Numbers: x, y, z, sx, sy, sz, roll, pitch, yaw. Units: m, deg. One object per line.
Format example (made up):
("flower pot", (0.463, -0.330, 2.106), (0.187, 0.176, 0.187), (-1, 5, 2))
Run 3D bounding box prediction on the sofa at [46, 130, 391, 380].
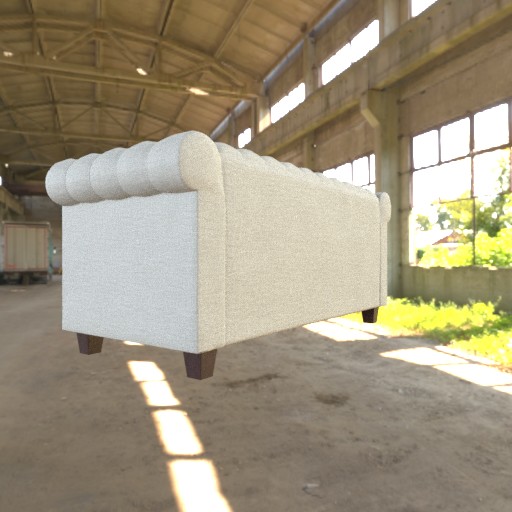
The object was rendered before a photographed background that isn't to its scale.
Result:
("sofa", (0.000, 0.000, 2.237), (0.783, 0.797, 1.798), (0, 0, 36))
